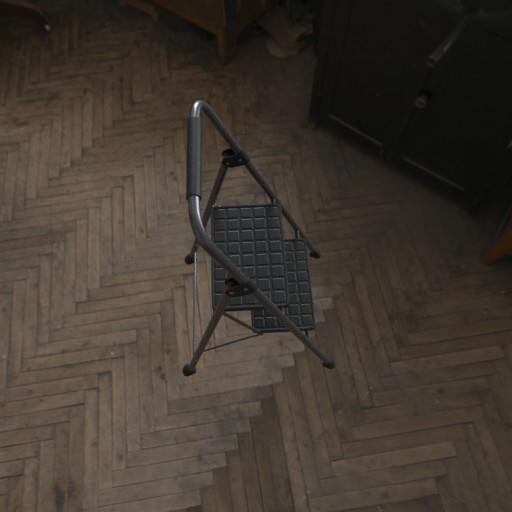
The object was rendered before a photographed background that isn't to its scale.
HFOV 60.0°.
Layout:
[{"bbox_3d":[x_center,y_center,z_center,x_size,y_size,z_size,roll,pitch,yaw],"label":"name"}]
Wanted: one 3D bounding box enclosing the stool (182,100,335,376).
[{"bbox_3d":[0.000,0.000,1.184,0.514,0.872,0.450,-3,65,-1],"label":"stool"}]
